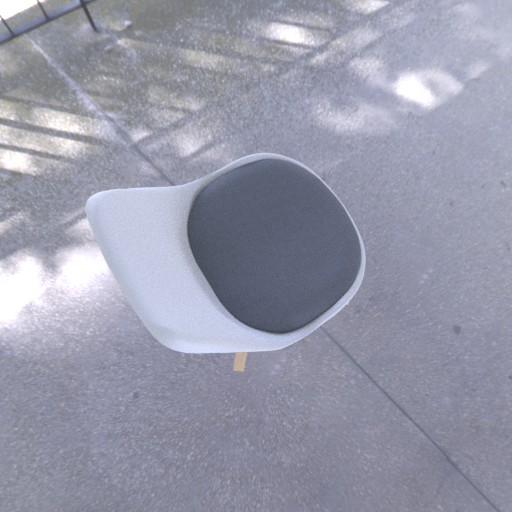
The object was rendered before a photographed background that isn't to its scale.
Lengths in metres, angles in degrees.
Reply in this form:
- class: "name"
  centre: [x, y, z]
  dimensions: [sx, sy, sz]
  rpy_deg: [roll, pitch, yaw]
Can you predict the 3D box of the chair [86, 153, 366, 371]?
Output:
- class: "chair"
  centre: [0.000, 0.000, 1.165]
  dimensions: [0.550, 0.850, 0.485]
  rpy_deg: [-31, 78, -7]
